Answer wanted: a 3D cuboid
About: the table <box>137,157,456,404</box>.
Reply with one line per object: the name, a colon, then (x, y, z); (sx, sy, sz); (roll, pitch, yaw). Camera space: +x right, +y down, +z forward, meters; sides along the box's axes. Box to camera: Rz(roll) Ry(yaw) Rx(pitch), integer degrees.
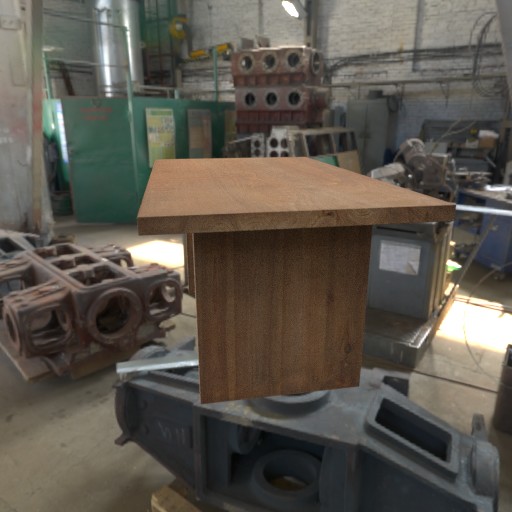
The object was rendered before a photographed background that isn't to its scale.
table: (0.000, 0.000, 2.141); (0.946, 0.780, 1.609); (-3, 18, -10)
